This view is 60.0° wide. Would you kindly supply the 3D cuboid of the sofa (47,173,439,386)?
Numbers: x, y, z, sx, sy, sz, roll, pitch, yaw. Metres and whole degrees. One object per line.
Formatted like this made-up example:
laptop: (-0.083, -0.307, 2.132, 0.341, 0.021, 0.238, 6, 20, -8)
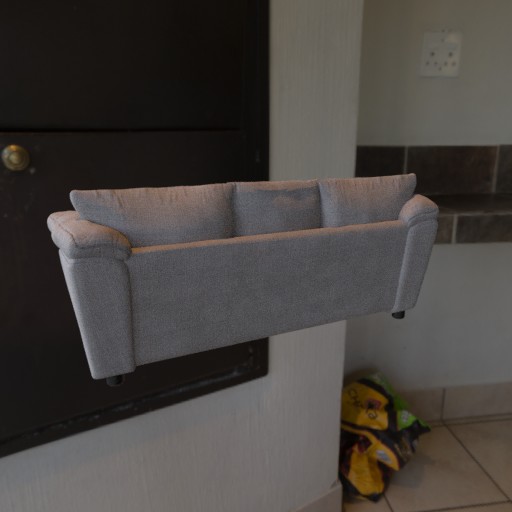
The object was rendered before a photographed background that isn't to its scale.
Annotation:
sofa: (0.000, 0.000, 2.815, 2.334, 0.996, 0.878, -7, 17, -25)
